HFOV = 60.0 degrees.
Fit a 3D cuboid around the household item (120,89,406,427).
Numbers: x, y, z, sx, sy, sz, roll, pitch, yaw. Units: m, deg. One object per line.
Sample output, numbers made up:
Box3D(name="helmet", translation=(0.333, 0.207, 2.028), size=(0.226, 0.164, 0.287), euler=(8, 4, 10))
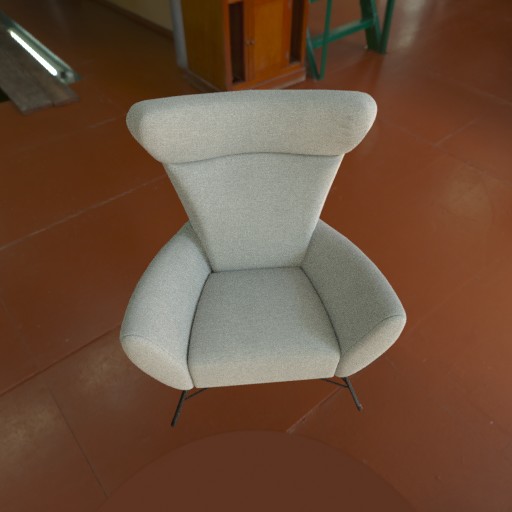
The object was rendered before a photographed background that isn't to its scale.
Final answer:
Box3D(name="household item", translation=(0.000, 0.000, 1.784), size=(0.980, 1.050, 0.900), euler=(-4, 47, -3))
